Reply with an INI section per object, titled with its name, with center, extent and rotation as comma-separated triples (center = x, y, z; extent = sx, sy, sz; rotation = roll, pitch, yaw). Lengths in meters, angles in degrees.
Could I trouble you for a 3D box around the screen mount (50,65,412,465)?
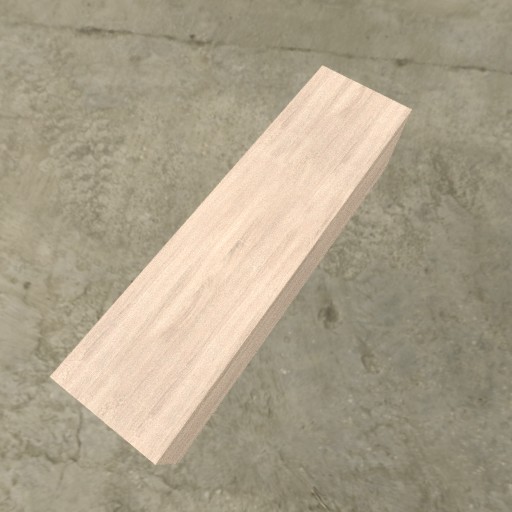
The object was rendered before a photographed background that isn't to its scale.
[screen mount]
center = 0.000, 0.000, 1.717
extent = 0.400, 0.510, 1.500
rotation = 33, 70, 14
